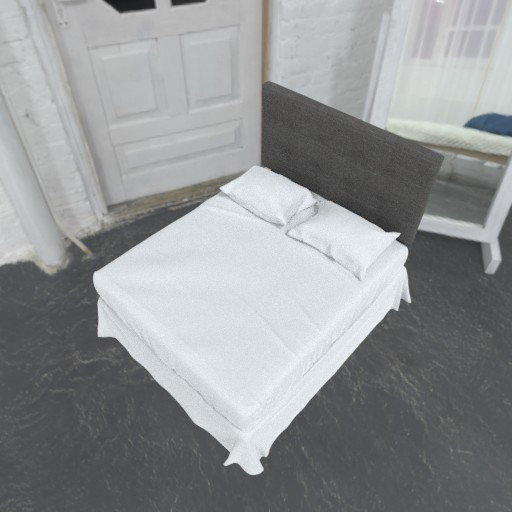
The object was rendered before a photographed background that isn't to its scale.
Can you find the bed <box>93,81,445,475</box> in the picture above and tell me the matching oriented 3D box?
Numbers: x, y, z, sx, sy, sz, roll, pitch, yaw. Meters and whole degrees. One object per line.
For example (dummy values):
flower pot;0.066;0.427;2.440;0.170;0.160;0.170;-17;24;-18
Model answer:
bed;0.000;0.000;3.444;1.936;1.577;2.222;34;56;27
